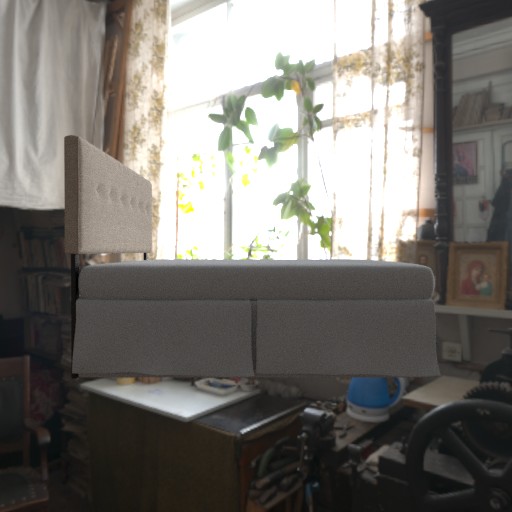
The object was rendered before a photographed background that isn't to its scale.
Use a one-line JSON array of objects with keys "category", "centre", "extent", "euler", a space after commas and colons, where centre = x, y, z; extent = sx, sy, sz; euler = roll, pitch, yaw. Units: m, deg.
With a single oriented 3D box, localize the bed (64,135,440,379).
[{"category": "bed", "centre": [0.000, 0.000, 3.075], "extent": [1.978, 1.270, 1.643], "euler": [0, 1, 0]}]
